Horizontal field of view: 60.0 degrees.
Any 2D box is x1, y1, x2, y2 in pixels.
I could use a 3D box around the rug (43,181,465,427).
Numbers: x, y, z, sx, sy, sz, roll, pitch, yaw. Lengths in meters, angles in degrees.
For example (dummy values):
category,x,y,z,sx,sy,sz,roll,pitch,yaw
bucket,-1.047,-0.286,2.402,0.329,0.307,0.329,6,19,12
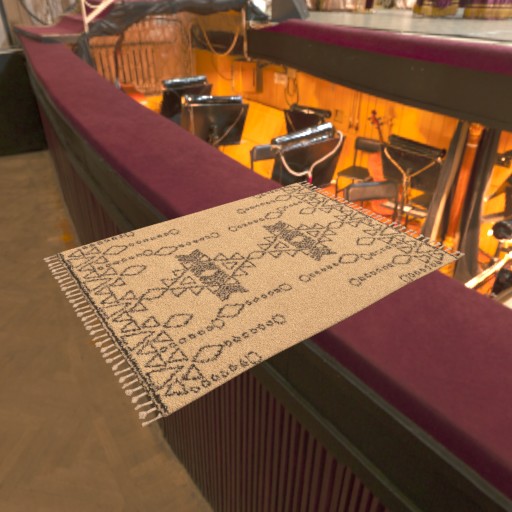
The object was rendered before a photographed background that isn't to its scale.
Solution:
category,x,y,z,sx,sy,sz,roll,pitch,yaw
rug,0.000,0.000,3.838,3.027,0.028,2.125,-21,37,-30
